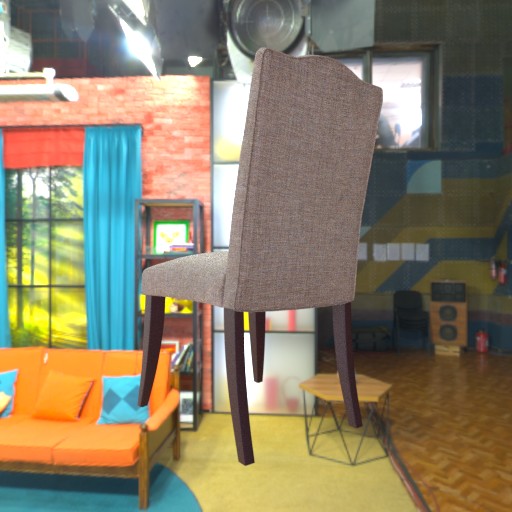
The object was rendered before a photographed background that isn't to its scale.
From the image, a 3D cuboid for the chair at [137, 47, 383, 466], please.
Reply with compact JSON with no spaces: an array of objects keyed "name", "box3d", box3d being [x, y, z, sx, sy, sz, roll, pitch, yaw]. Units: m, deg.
[{"name":"chair","box3d":[0.000,0.000,1.388,0.513,1.016,0.660,0,0,-36]}]
